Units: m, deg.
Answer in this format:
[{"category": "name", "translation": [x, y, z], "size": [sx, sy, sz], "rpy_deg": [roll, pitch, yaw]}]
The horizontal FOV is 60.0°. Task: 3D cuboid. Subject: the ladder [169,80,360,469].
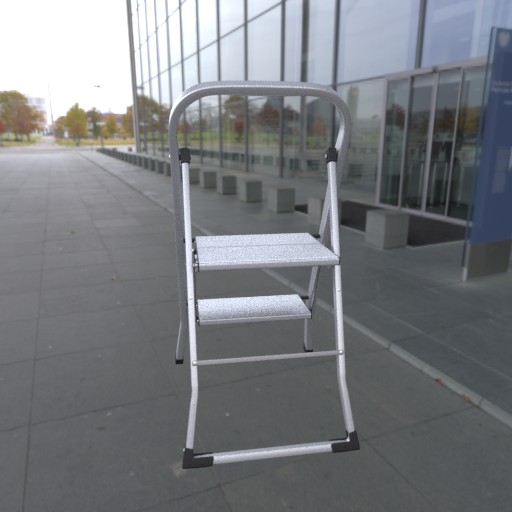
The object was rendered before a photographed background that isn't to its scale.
[{"category": "ladder", "translation": [0.000, 0.000, 1.155], "size": [0.465, 0.830, 0.530], "rpy_deg": [-2, 15, -9]}]
